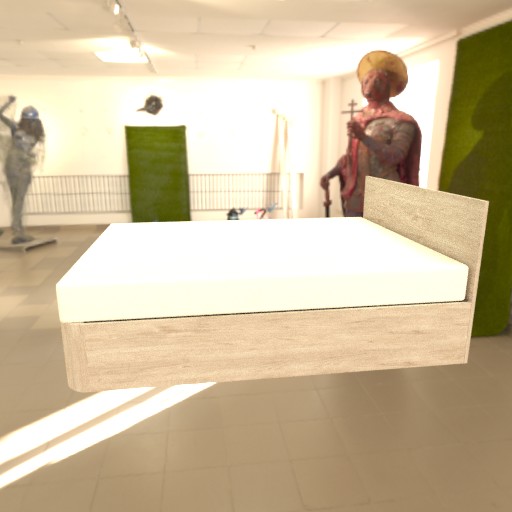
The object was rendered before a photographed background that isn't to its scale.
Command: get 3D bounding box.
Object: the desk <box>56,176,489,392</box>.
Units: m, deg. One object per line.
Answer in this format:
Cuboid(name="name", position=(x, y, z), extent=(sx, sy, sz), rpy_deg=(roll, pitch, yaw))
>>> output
Cuboid(name="desk", position=(0.000, 0.000, 2.620), extent=(1.900, 0.800, 1.400), rpy_deg=(-2, 15, -8))
